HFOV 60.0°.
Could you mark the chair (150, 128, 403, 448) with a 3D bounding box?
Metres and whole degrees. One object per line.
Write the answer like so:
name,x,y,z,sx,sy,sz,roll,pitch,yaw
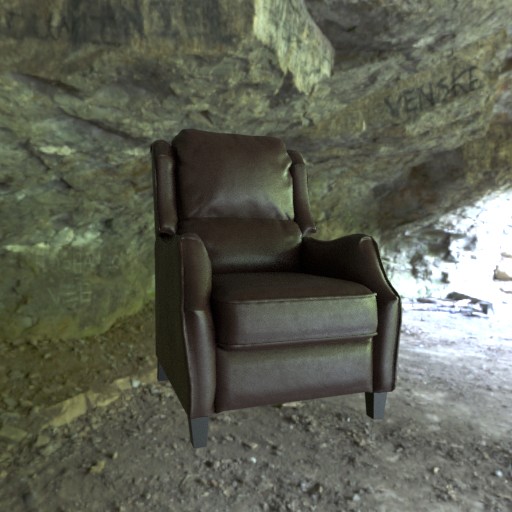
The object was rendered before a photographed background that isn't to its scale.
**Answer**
chair,0.000,0.000,1.797,0.770,1.132,0.982,-1,2,-20
